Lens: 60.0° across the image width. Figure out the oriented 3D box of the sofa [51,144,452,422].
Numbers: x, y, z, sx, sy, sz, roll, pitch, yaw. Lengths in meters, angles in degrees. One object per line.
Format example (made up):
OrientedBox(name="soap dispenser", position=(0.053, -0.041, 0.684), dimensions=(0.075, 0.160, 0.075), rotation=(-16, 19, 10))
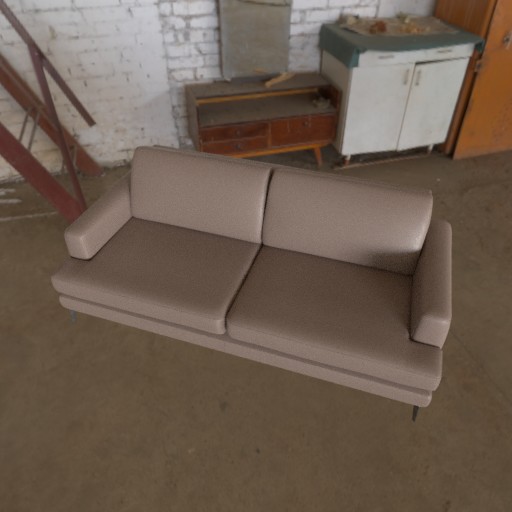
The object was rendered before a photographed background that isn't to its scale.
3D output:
OrientedBox(name="sofa", position=(0.000, 0.000, 2.375), dimensions=(1.940, 0.765, 0.974), rotation=(12, 42, 14))
